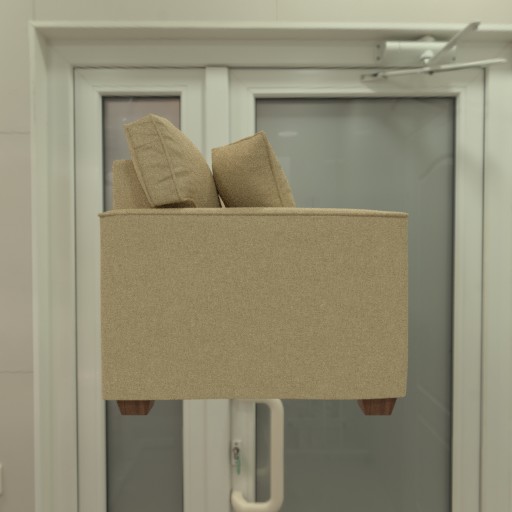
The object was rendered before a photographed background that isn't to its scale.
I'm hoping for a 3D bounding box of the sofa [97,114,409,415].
[{"bbox_3d":[0.000,0.000,2.055,0.991,0.989,1.388,0,1,0],"label":"sofa"}]
